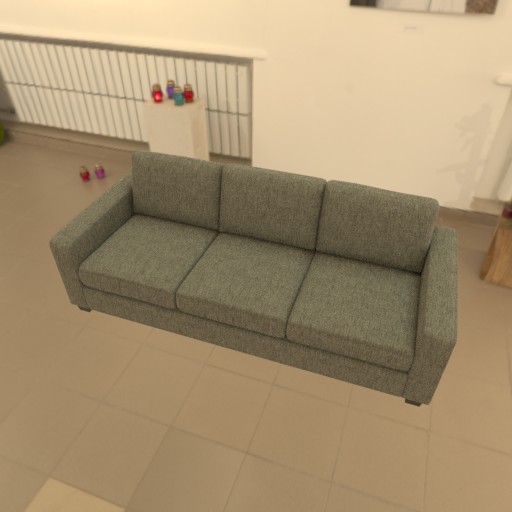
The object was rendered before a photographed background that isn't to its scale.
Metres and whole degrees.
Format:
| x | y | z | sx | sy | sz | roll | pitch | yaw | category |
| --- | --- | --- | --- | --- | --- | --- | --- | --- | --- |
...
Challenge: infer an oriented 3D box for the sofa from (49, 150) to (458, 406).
| x | y | z | sx | sy | sz | roll | pitch | yaw | category |
| --- | --- | --- | --- | --- | --- | --- | --- | --- | --- |
| 0.000 | 0.000 | 2.600 | 2.160 | 0.800 | 0.900 | 13 | 41 | 15 | sofa |
